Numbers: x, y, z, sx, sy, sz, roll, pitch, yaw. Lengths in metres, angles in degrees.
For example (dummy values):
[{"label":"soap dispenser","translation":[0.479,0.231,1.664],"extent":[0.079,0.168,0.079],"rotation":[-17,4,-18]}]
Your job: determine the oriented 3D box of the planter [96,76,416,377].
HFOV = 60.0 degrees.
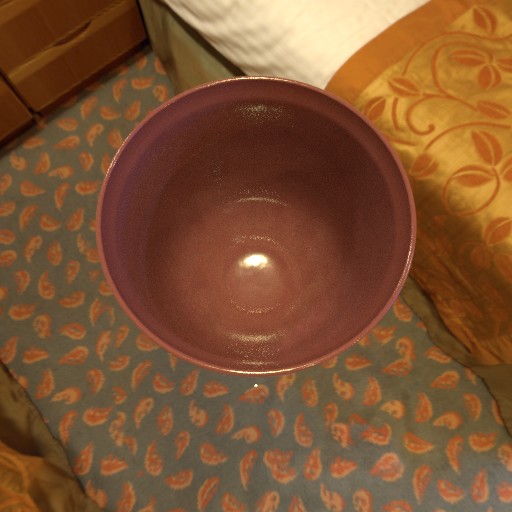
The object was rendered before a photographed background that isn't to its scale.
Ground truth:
[{"label":"planter","translation":[0.000,0.000,0.496],"extent":[0.266,0.270,0.266],"rotation":[0,74,0]}]
